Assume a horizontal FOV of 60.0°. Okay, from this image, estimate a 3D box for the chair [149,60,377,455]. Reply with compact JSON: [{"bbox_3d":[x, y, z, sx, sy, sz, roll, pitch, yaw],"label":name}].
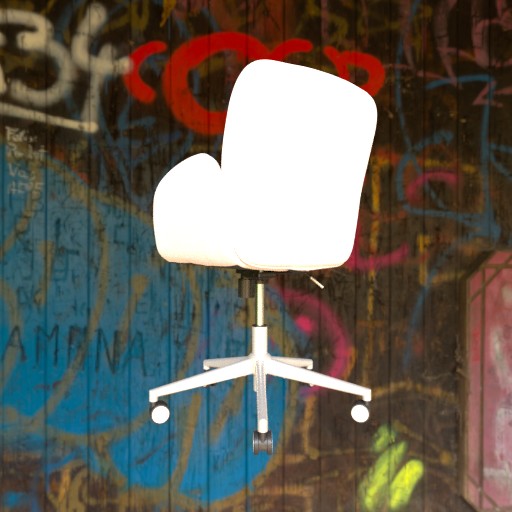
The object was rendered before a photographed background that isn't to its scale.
[{"bbox_3d":[0.000,0.000,1.395,0.648,0.959,0.633,0,0,-37],"label":"chair"}]
